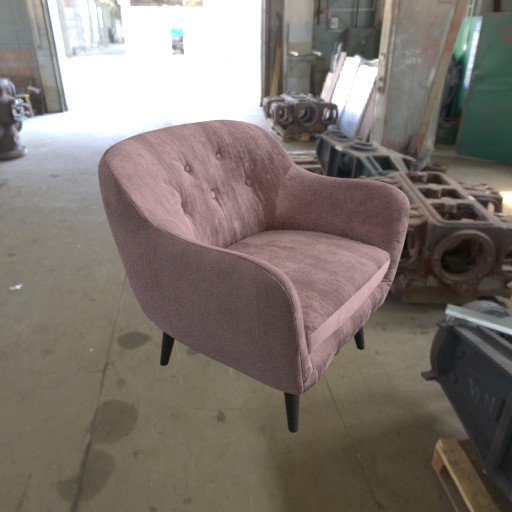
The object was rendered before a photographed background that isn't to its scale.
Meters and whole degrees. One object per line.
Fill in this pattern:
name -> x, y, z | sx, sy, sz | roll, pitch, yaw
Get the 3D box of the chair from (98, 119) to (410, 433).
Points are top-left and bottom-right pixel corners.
chair -> 0.000, 0.000, 1.568 | 0.820, 0.820, 0.840 | 18, 32, 32
